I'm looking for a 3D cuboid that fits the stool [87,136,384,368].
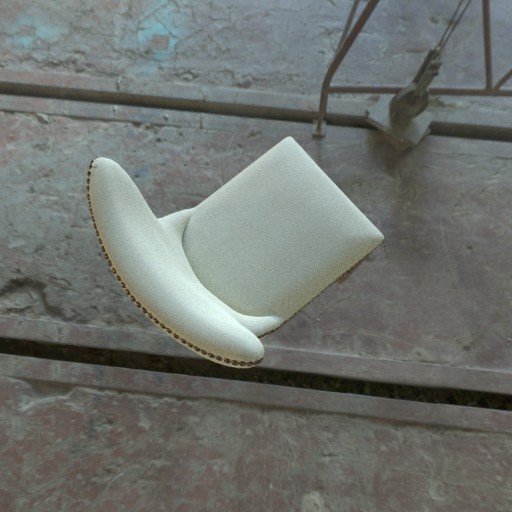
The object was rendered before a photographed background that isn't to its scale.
[{"bbox_3d":[0.000,0.000,1.286,0.608,0.981,0.498,-38,78,-10],"label":"stool"}]
